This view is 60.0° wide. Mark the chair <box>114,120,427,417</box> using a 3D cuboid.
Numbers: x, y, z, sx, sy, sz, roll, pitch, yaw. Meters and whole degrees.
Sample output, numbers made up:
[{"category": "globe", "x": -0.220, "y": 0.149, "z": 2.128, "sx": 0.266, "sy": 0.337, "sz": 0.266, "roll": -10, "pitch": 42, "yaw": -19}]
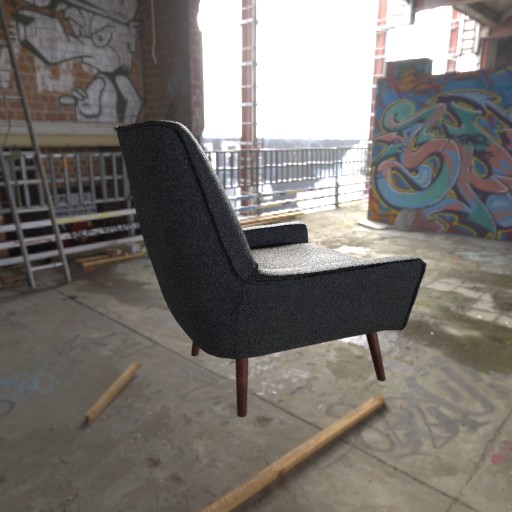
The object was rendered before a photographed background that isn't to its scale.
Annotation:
[{"category": "chair", "x": 0.000, "y": 0.000, "z": 1.535, "sx": 0.859, "sy": 0.883, "sz": 0.763, "roll": -7, "pitch": 17, "yaw": -26}]
